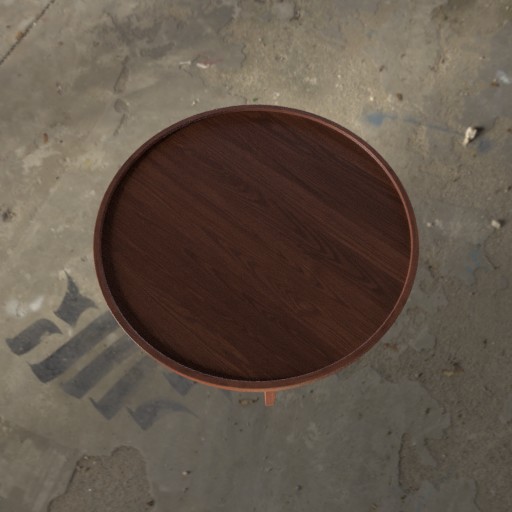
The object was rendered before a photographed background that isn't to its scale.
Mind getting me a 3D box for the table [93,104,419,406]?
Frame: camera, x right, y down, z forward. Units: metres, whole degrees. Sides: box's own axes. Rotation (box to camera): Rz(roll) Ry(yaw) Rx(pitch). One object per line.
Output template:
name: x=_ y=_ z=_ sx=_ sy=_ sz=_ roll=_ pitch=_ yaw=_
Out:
table: x=0.000 y=0.000 z=1.262 sx=0.800 sy=0.360 sz=0.800 roll=0 pitch=64 yaw=0
